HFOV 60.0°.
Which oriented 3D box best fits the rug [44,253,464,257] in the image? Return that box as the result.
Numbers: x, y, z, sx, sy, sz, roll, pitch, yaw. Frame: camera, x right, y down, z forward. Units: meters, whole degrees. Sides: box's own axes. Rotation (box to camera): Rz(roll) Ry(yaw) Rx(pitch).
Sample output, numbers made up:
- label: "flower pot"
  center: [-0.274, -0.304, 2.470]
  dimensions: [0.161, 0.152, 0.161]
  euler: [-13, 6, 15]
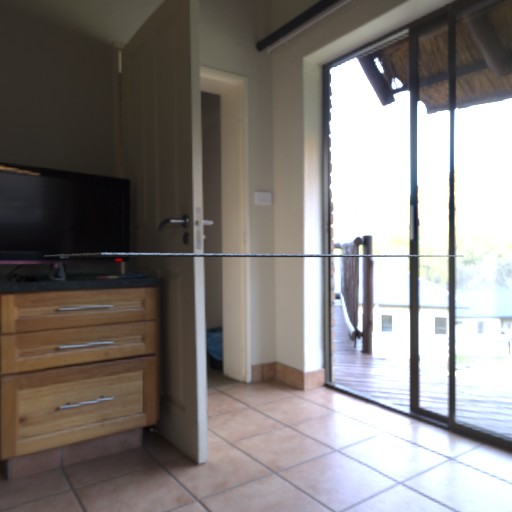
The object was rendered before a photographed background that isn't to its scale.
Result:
- label: "rug"
  center: [0.000, 0.000, 3.039]
  dimensions: [2.441, 0.008, 1.526]
  euler: [0, 0, -33]
